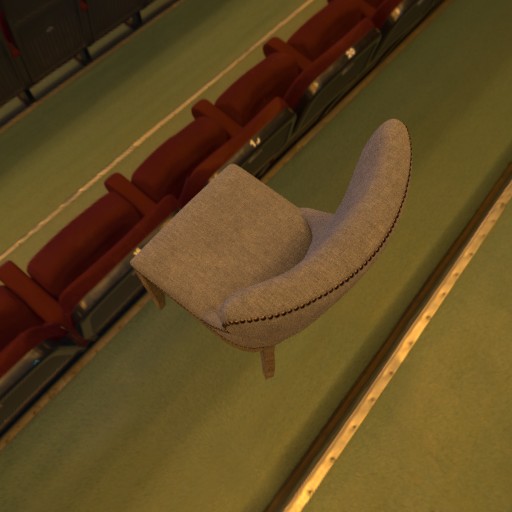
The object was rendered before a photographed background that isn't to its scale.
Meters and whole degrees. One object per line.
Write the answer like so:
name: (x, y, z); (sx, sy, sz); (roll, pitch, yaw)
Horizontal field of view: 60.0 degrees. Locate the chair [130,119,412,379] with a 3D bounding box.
chair: (0.000, 0.000, 1.446); (0.681, 1.002, 0.654); (36, 69, 16)
